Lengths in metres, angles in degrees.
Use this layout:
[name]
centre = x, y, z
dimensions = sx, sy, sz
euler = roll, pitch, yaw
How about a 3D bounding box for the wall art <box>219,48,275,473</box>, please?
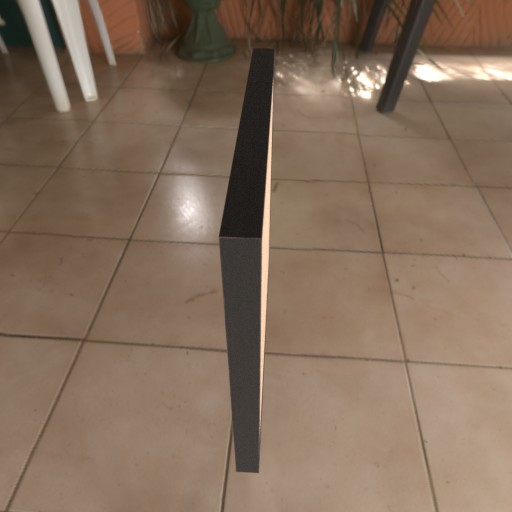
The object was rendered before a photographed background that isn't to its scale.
[wall art]
centre = 0.000, 0.000, 0.750
dimensions = 0.038, 0.508, 0.508
euler = 2, 42, 2
